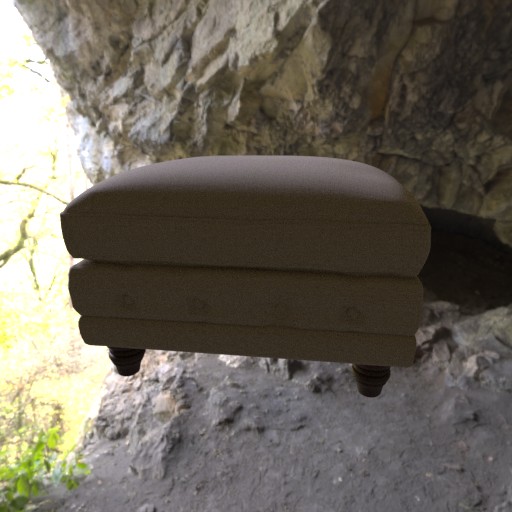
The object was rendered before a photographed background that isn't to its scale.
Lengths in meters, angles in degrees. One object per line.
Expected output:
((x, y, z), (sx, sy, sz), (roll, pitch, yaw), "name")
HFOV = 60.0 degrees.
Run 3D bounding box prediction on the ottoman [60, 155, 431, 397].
((0.000, 0.000, 1.060), (0.684, 0.463, 0.541), (2, 17, 8), "ottoman")
